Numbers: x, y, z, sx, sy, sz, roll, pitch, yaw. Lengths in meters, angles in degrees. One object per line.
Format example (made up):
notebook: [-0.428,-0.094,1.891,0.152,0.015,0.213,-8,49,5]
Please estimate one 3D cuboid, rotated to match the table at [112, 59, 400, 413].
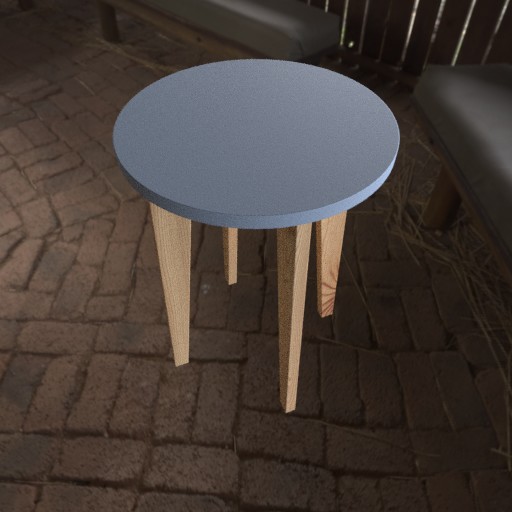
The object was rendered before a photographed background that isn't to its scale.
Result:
table: [0.000,0.000,0.737,0.350,0.500,0.350,0,48,0]
